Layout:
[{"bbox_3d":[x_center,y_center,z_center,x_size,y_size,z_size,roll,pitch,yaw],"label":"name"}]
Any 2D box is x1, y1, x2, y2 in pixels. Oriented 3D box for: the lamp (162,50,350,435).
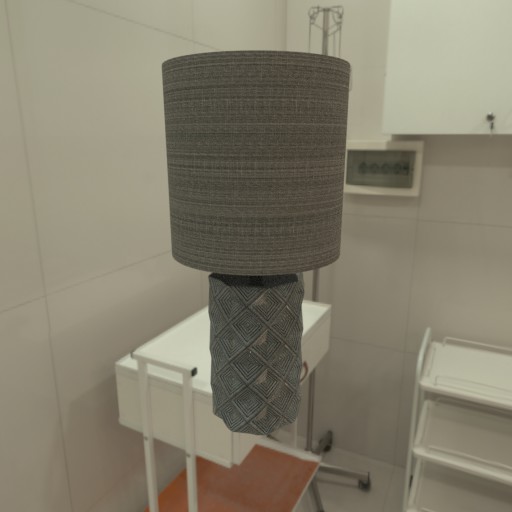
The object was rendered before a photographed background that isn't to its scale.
[{"bbox_3d":[0.000,0.000,0.717,0.269,0.566,0.268,7,17,25],"label":"lamp"}]
